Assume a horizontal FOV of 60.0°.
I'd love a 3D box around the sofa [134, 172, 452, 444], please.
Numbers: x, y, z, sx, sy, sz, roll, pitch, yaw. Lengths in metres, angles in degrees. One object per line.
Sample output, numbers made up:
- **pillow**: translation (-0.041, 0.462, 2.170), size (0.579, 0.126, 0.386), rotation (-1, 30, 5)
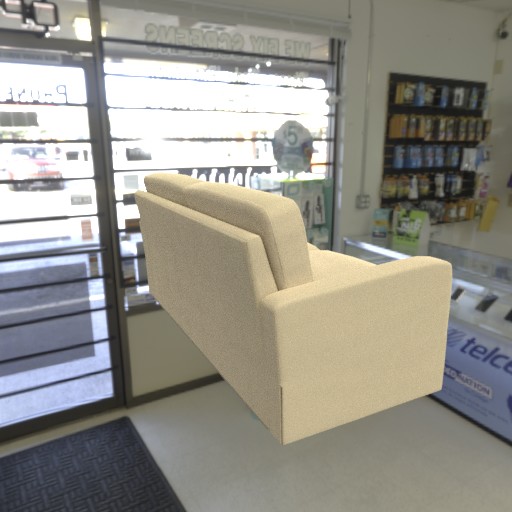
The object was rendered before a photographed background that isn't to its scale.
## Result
- **sofa**: translation (0.000, 0.000, 2.337), size (0.894, 0.831, 1.808), rotation (-7, 16, -26)
